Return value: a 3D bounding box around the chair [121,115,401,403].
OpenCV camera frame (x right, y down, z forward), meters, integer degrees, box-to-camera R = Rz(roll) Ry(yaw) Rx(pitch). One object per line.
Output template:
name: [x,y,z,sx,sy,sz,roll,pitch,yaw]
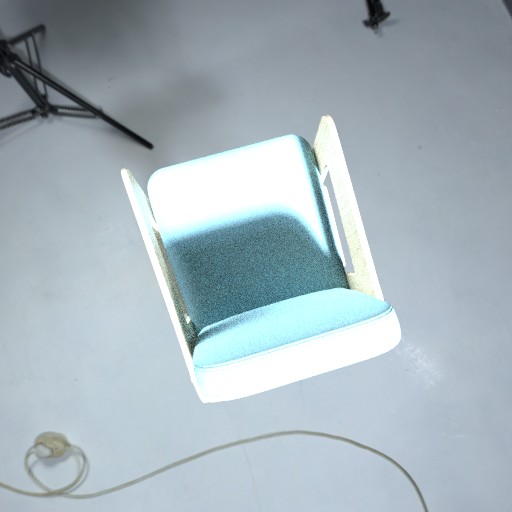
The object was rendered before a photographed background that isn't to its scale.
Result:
chair: [0.000,0.000,1.289,0.590,0.800,0.710,-16,75,-4]
